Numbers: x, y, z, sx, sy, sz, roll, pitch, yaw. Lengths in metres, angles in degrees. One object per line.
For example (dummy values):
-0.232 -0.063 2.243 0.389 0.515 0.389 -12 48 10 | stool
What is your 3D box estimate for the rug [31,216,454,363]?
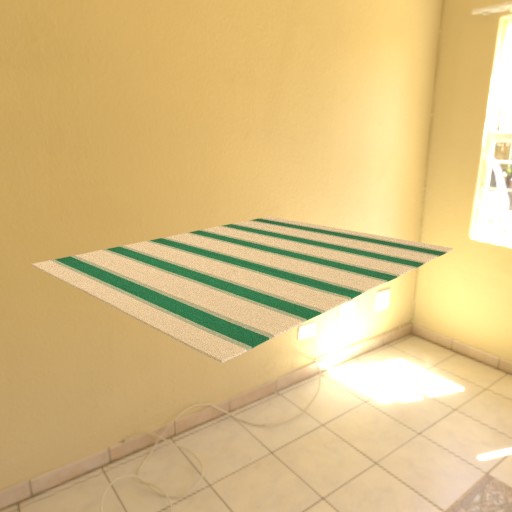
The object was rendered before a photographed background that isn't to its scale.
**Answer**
0.000 0.000 4.049 2.434 0.019 3.041 14 21 42 | rug
